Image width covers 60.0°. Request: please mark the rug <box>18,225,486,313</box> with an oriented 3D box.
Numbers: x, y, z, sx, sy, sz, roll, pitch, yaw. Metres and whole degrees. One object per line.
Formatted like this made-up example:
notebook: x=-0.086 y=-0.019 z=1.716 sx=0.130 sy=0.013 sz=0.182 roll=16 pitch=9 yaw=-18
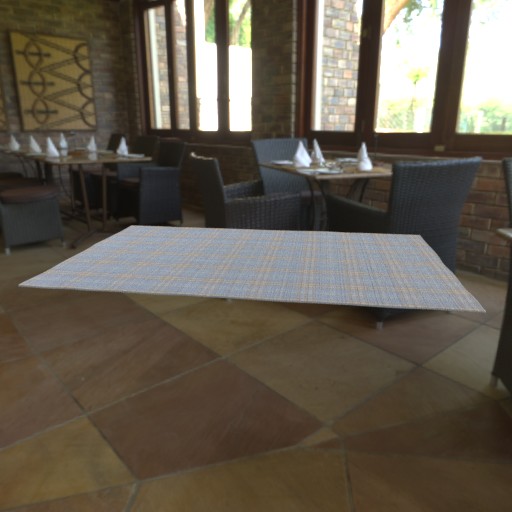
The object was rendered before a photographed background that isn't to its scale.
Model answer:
rug: x=0.000 y=0.000 z=3.022 sx=2.460 sy=0.016 sz=1.545 roll=2 pitch=17 yaw=8
